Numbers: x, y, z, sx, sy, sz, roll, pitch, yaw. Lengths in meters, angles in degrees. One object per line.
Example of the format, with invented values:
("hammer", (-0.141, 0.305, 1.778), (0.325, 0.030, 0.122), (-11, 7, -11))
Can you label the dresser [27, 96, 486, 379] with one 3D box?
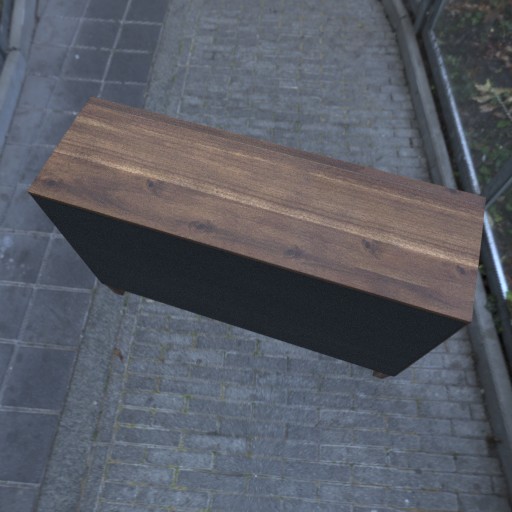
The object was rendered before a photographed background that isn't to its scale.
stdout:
("dresser", (0.000, 0.000, 1.802), (1.387, 0.892, 0.438), (16, 65, 8))
